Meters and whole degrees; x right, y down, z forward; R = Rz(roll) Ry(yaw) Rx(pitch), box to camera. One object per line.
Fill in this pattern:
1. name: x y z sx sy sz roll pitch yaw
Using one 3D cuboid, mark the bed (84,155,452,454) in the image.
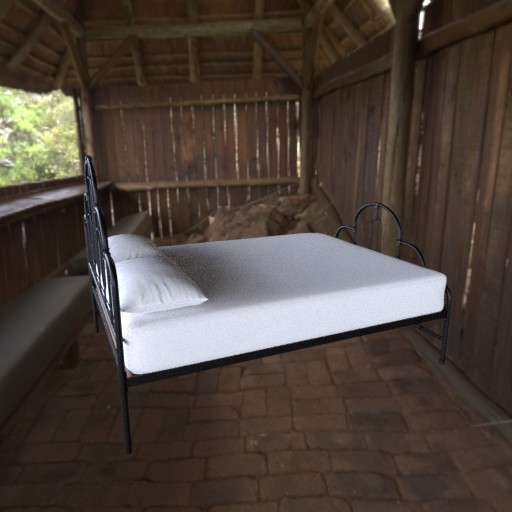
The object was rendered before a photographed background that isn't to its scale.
1. bed: 0.000 0.000 3.192 2.181 1.444 1.626 -7 16 -24
